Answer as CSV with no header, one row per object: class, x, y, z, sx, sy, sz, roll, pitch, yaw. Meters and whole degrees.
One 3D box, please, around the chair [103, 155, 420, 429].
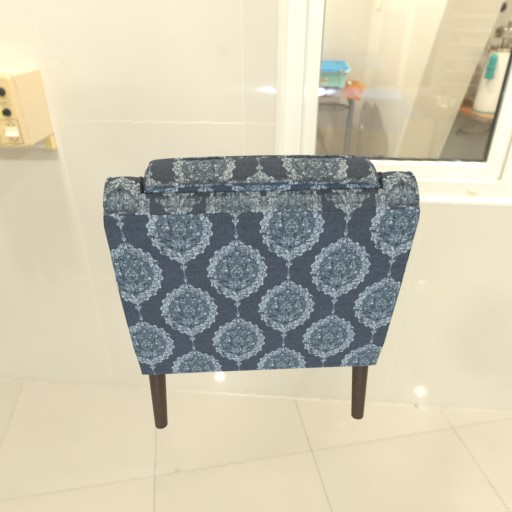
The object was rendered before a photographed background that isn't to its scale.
chair,0.000,0.000,1.366,0.663,0.792,0.743,-2,30,-3
